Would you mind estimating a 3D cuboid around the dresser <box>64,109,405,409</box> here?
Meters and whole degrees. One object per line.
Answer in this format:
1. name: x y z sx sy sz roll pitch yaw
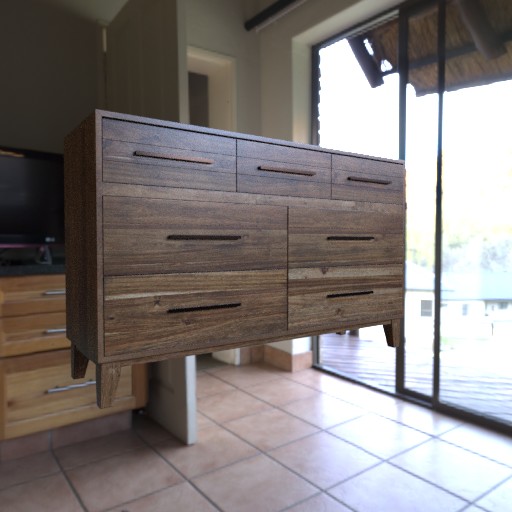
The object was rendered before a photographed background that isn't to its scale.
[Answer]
1. dresser: 0.000 0.000 1.845 1.400 0.873 0.446 -1 2 -35
